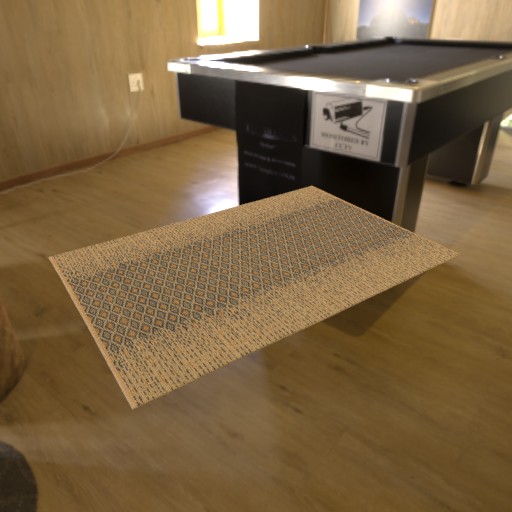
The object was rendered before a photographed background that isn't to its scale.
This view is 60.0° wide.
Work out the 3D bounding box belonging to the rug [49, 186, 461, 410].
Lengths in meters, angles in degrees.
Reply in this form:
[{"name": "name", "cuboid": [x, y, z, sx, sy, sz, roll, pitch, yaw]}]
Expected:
[{"name": "rug", "cuboid": [0.000, 0.000, 2.357, 1.828, 0.005, 1.219, -19, 35, -29]}]
